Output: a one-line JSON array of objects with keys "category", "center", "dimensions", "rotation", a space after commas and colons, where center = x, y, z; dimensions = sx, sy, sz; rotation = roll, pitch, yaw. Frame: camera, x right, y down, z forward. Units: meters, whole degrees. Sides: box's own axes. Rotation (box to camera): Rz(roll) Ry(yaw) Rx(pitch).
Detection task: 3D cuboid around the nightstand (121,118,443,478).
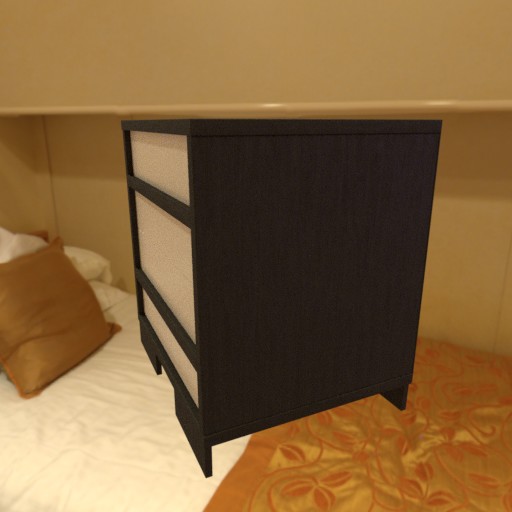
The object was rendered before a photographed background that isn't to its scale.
[{"category": "nightstand", "center": [0.000, 0.000, 0.763], "dimensions": [0.347, 0.448, 0.427], "rotation": [-8, 18, -24]}]
